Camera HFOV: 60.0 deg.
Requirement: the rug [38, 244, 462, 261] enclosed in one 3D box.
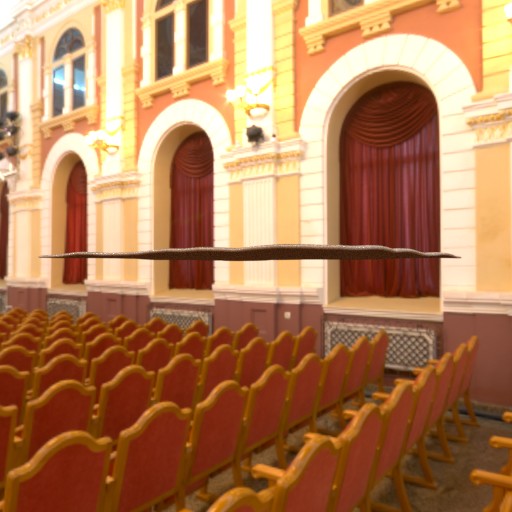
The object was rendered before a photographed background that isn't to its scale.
[{"bbox_3d":[0.000,0.000,0.873,0.642,0.008,0.551,-1,-2,37],"label":"rug"}]
